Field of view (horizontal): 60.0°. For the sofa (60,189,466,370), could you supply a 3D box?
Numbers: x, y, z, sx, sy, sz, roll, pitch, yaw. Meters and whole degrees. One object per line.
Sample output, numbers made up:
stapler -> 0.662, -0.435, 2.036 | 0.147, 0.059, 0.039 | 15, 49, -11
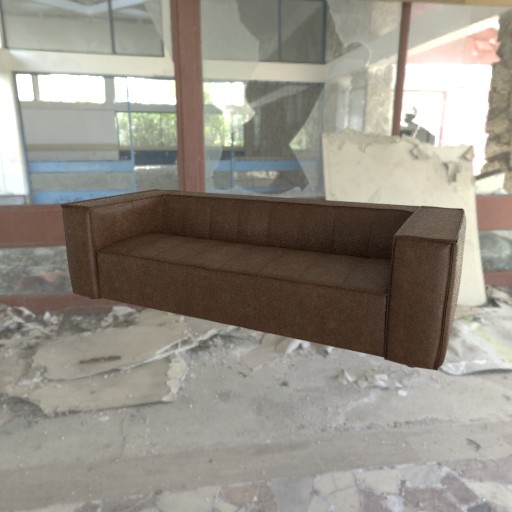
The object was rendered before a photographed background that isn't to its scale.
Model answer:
sofa -> 0.000, 0.000, 3.063 | 2.581, 0.701, 1.102 | 7, 17, 26
